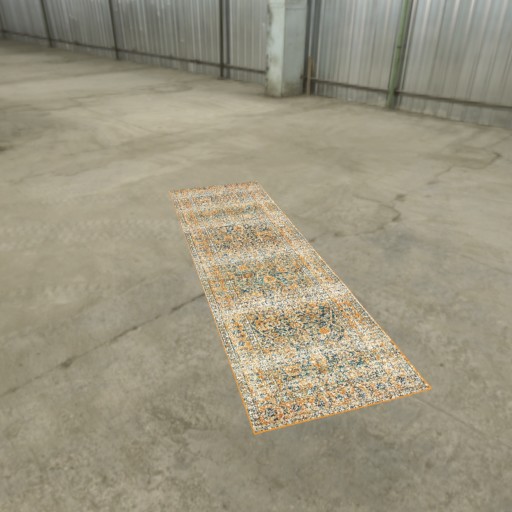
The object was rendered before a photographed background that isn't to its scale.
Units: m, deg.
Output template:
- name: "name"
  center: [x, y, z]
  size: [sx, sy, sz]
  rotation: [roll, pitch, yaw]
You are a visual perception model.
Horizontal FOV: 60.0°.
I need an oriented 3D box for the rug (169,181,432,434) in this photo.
- name: "rug"
  center: [0.000, 0.000, 2.536]
  size: [0.704, 0.014, 2.294]
  rotation: [-9, 31, -14]
